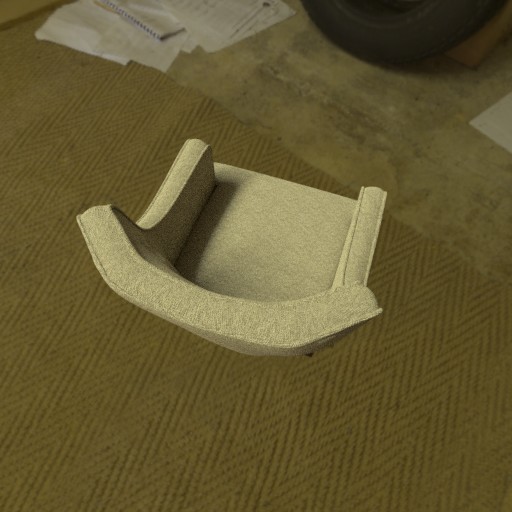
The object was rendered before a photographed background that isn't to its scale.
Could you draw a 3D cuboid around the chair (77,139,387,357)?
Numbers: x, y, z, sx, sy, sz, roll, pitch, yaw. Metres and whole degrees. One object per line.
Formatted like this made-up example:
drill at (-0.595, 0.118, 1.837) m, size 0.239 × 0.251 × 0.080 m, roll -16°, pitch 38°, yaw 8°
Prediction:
chair at (0.000, 0.000, 1.668) m, size 0.820 × 0.920 × 0.910 m, roll 17°, pitch 62°, yaw 9°
